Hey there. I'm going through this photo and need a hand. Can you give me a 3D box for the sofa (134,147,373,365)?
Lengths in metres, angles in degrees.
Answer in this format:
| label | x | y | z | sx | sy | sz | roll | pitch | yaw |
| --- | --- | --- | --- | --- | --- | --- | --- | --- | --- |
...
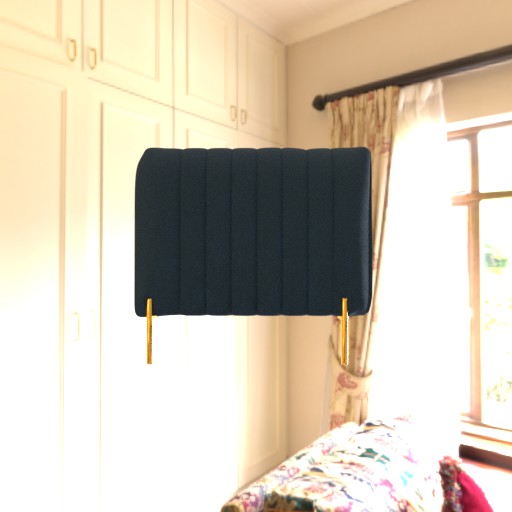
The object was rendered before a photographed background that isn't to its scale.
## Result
| label | x | y | z | sx | sy | sz | roll | pitch | yaw |
| --- | --- | --- | --- | --- | --- | --- | --- | --- | --- |
| sofa | 0.000 | 0.000 | 2.612 | 0.896 | 0.793 | 2.136 | 0 | -1 | 0 |
